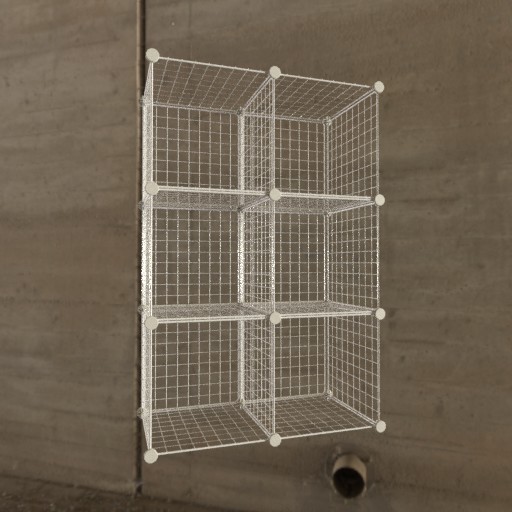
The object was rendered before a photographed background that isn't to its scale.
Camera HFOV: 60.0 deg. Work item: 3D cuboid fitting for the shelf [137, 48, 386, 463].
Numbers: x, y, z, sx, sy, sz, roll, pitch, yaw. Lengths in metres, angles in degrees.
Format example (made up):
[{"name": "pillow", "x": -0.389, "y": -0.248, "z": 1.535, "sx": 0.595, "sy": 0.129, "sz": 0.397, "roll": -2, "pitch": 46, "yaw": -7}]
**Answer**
[{"name": "shelf", "x": 0.000, "y": 0.000, "z": 1.412, "sx": 0.711, "sy": 1.067, "sz": 0.356, "roll": 0, "pitch": -1, "yaw": -18}]
